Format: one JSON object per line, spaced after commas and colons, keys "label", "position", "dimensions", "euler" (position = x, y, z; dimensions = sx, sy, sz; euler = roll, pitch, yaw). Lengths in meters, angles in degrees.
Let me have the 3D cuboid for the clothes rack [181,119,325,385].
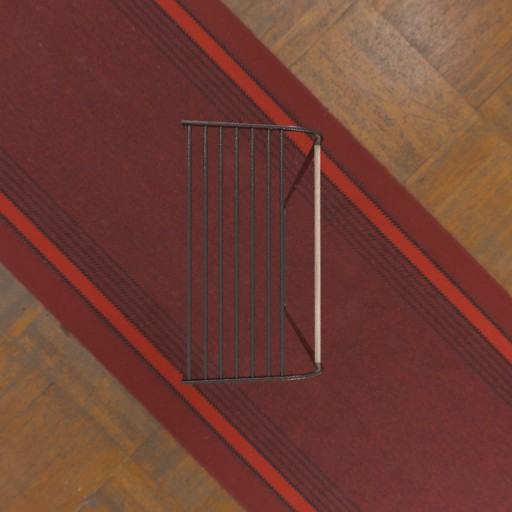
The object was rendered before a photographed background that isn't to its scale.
{"label": "clothes rack", "position": [0.000, 0.000, 1.794], "dimensions": [0.349, 1.574, 0.609], "euler": [0, 89, 0]}
